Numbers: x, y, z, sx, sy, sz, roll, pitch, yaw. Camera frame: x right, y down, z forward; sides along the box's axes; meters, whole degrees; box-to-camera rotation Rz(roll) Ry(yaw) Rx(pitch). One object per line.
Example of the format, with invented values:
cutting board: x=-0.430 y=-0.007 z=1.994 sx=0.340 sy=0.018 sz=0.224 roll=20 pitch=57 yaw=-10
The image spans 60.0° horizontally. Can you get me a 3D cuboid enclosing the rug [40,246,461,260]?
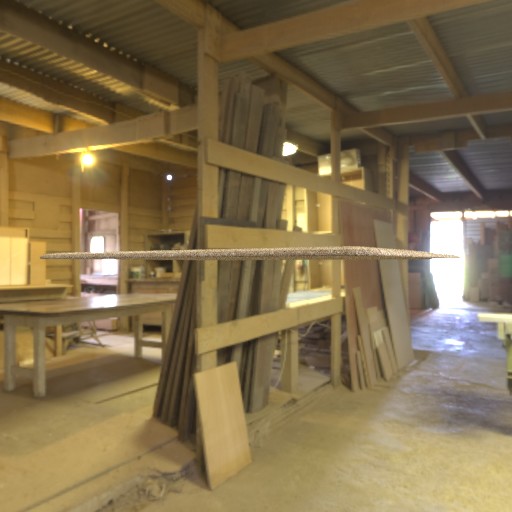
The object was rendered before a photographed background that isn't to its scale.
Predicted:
rug: x=0.000 y=0.000 z=3.731 sx=2.873 sy=0.050 sz=2.242 roll=-1 pitch=-1 yaw=35
